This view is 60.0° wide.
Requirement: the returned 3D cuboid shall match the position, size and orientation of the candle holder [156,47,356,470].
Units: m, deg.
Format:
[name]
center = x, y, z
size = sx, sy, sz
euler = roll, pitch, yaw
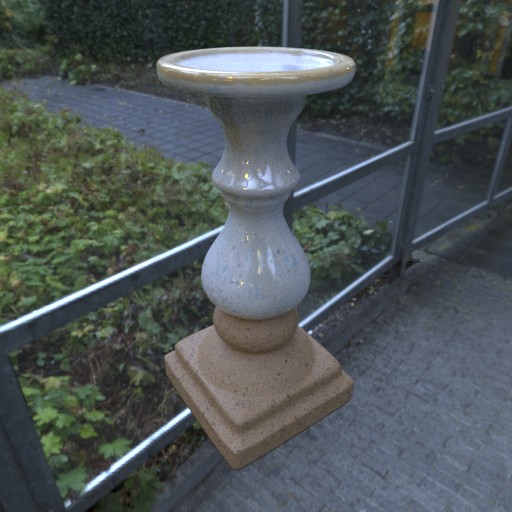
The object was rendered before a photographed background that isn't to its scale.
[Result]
[candle holder]
center = 0.000, 0.000, 0.290
size = 0.110, 0.239, 0.110
euler = -20, 36, -29
